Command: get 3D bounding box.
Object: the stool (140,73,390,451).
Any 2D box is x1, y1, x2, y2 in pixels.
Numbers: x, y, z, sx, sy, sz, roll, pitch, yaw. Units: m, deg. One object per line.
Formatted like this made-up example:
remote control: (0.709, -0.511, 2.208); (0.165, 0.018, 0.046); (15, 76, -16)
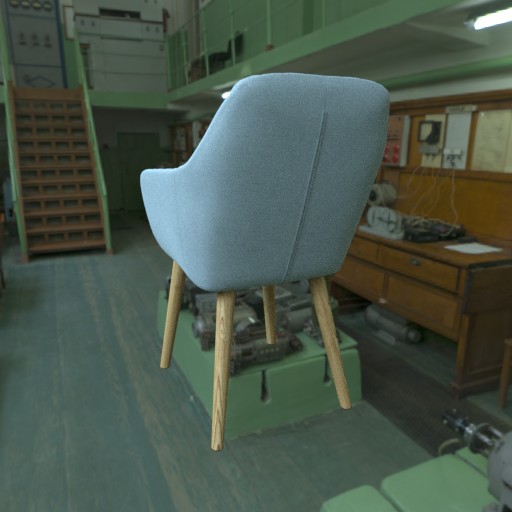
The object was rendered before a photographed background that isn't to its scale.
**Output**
stool: (0.000, 0.000, 1.179); (0.503, 0.830, 0.590); (-7, 16, -26)
